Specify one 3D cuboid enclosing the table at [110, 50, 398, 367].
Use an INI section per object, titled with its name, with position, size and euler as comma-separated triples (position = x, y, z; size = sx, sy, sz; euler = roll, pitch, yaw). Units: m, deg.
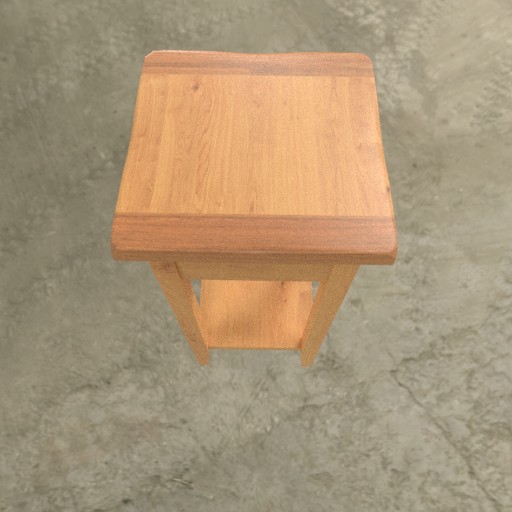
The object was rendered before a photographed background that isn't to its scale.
[table]
position = 0.000, 0.000, 0.957
size = 0.360, 0.740, 0.360
euler = 1, 63, 0
